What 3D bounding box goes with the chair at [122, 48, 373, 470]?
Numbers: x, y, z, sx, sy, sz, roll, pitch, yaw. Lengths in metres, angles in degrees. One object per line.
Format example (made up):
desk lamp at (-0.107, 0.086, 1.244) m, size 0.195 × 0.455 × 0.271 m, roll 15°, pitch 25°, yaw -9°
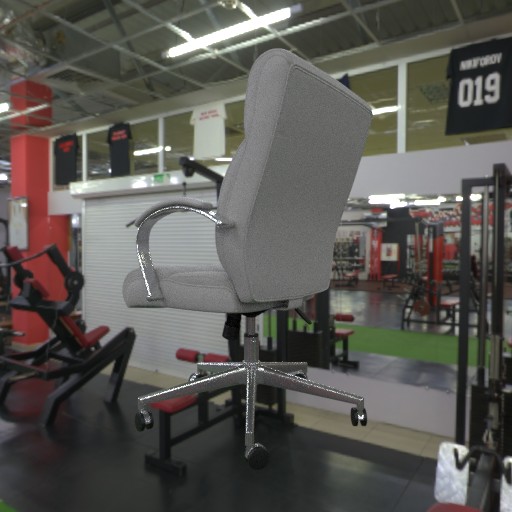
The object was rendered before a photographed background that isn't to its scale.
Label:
chair at (0.000, 0.000, 1.549) m, size 0.745 × 1.099 × 0.727 m, roll 1°, pitch 2°, yaw 36°
